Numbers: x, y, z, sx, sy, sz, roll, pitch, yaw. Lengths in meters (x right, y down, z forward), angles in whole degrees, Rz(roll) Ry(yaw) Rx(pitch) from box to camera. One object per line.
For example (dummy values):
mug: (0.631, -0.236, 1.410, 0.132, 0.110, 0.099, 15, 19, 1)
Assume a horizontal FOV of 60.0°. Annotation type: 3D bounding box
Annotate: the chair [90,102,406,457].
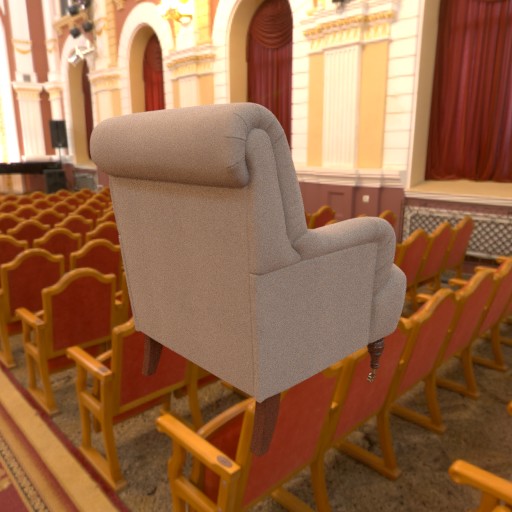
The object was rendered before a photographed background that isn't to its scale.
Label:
chair: (0.000, 0.000, 1.546, 0.842, 0.942, 0.766, -12, 18, -42)
